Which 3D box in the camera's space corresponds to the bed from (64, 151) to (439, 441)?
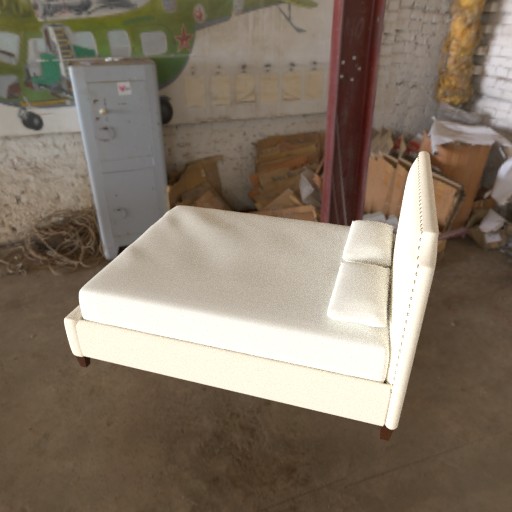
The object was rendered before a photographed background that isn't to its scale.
[{"bbox_3d":[0.000,0.000,3.410,2.365,1.443,1.712,9,31,15],"label":"bed"}]
